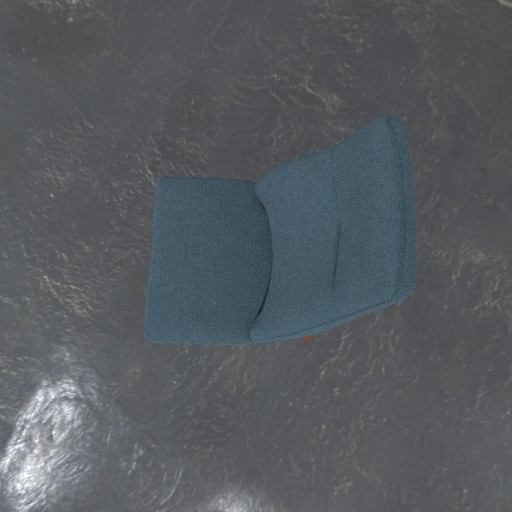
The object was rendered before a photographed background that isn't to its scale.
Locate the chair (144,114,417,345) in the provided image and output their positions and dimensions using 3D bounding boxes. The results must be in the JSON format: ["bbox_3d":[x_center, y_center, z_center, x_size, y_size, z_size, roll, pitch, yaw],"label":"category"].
[{"bbox_3d":[0.000,0.000,1.276,0.620,0.930,0.500,2,76,0],"label":"chair"}]
